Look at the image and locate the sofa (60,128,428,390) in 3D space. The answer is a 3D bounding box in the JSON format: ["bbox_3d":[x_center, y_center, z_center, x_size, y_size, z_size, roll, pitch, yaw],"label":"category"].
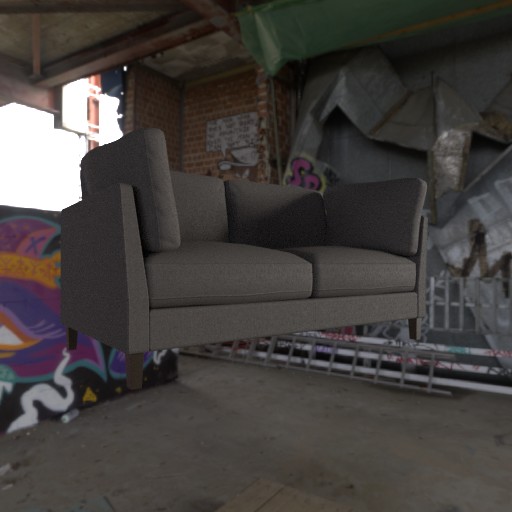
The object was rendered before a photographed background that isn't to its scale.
[{"bbox_3d":[0.000,0.000,2.310,1.751,0.920,0.969,1,-1,-36],"label":"sofa"}]
